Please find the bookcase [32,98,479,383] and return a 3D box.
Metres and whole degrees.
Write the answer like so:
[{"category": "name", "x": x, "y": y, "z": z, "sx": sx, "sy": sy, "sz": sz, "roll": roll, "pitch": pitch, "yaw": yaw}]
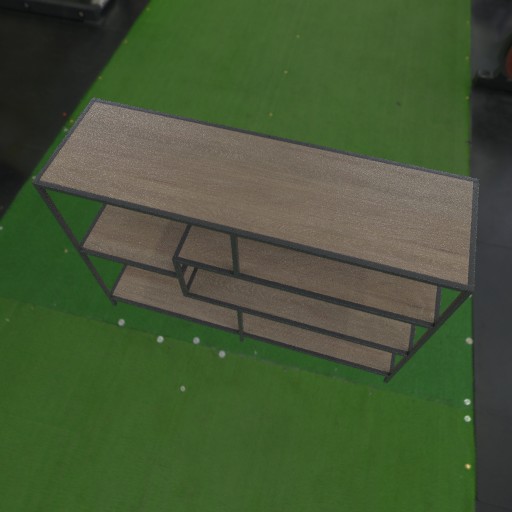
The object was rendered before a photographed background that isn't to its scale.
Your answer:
[{"category": "bookcase", "x": 0.000, "y": 0.000, "z": 1.514, "sx": 1.140, "sy": 0.780, "sz": 0.350, "roll": 14, "pitch": 60, "yaw": 8}]
